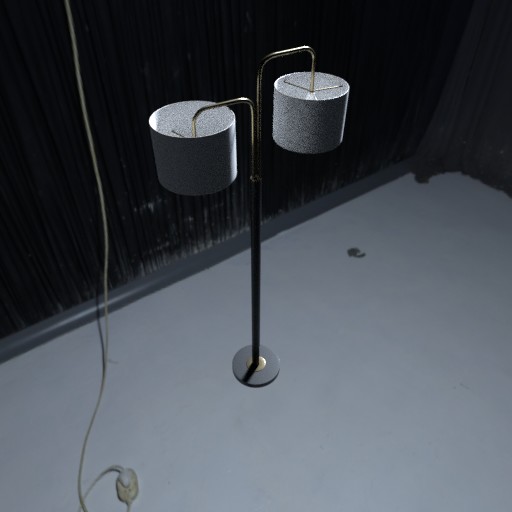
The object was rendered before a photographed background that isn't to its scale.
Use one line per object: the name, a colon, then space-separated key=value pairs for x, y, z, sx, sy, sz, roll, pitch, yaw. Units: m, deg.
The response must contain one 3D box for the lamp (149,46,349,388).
lamp: x=0.000 y=0.000 z=1.848 sx=0.711 sy=1.587 sz=0.254 roll=-24 pitch=47 yaw=-25
